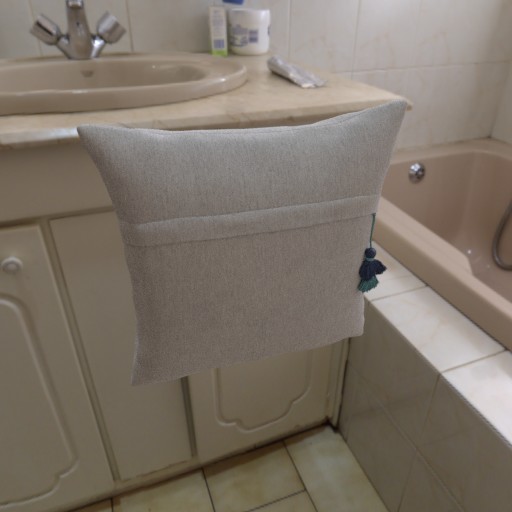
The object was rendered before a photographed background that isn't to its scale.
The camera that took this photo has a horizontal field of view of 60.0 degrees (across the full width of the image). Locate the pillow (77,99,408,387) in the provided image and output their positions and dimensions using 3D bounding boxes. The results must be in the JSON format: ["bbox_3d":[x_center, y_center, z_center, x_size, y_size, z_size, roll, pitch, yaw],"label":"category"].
[{"bbox_3d":[0.000,0.000,0.677,0.433,0.436,0.173,-10,32,-15],"label":"pillow"}]
